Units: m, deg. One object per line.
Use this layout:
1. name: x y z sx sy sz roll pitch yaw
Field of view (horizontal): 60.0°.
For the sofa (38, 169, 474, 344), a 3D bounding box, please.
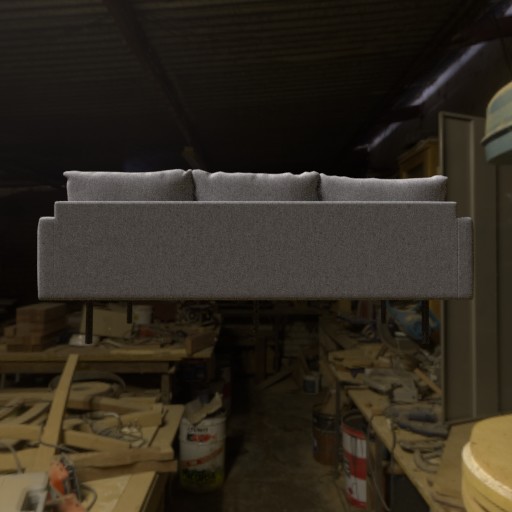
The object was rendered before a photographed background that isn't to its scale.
1. sofa: 0.000 0.000 2.439 2.000 0.830 0.850 0 -1 0
